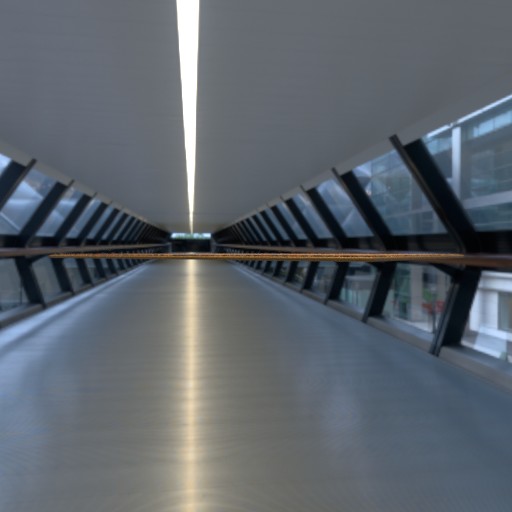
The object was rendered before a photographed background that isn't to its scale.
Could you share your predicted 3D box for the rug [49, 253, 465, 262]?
[{"bbox_3d":[0.000,0.000,2.892,2.204,0.024,1.588,0,1,36],"label":"rug"}]
